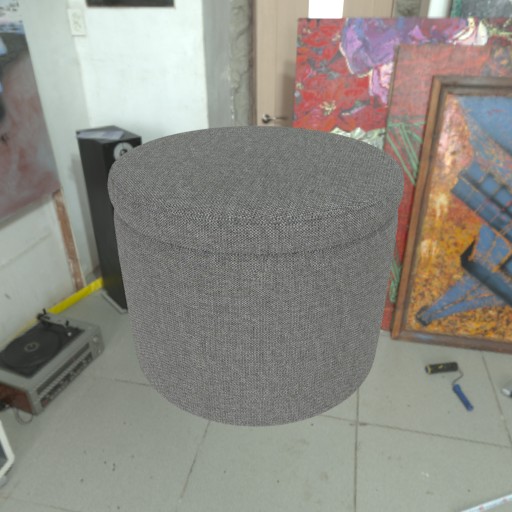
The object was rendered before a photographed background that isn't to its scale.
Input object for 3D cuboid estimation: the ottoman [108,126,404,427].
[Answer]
[{"bbox_3d":[0.000,0.000,0.891,0.520,0.430,0.520,0,29,0],"label":"ottoman"}]
